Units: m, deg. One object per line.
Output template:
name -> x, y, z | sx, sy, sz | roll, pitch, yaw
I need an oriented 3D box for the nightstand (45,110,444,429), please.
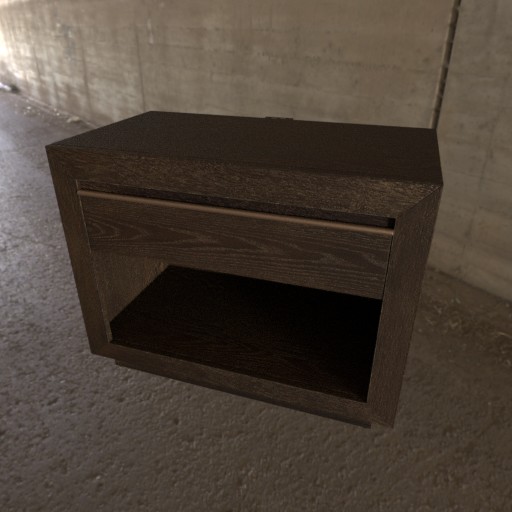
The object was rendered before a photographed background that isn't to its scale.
nightstand -> 0.000, 0.000, 1.139 | 0.775, 0.612, 0.457 | 9, 29, 16
